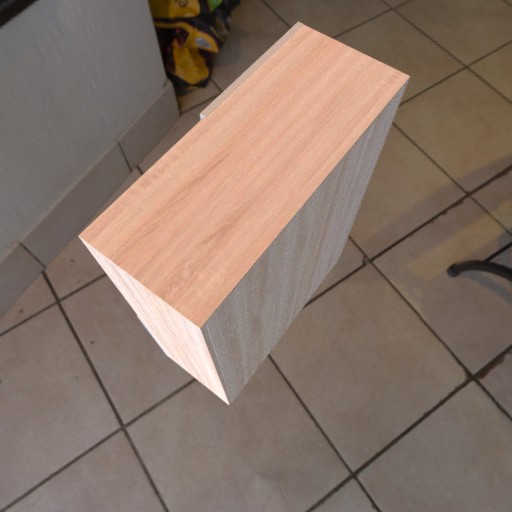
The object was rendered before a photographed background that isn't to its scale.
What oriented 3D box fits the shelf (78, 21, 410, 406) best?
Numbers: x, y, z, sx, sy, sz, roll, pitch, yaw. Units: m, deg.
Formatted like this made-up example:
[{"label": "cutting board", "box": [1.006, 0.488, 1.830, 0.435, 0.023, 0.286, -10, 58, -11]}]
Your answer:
[{"label": "shelf", "box": [0.000, 0.000, 1.865, 0.434, 1.405, 0.995, 34, 69, 15]}]
